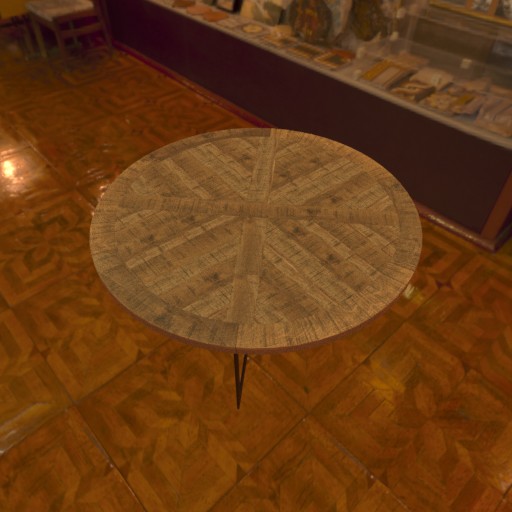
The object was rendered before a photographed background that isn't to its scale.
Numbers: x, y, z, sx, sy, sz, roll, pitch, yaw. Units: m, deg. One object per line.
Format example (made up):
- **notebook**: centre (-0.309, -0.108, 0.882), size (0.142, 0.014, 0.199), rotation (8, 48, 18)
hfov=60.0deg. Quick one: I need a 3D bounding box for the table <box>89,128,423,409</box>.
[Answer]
- **table**: centre (0.000, 0.000, 1.920), size (1.264, 0.516, 1.264), rotation (0, 45, 0)
